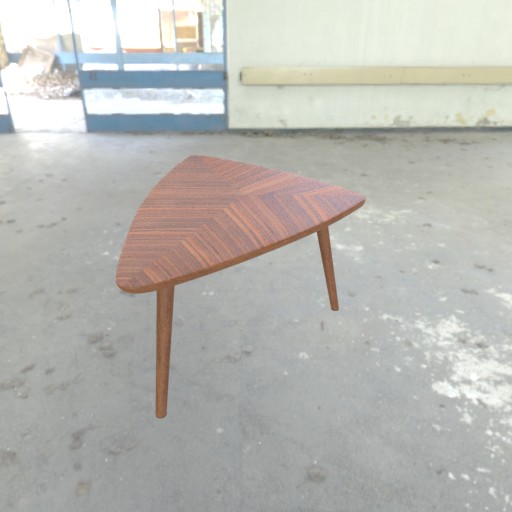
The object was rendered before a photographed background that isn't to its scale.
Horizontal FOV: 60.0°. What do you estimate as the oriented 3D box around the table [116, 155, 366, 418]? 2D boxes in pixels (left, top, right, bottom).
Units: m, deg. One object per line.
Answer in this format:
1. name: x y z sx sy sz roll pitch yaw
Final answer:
1. table: 0.000 0.000 1.294 0.601 0.365 1.008 0 26 0
